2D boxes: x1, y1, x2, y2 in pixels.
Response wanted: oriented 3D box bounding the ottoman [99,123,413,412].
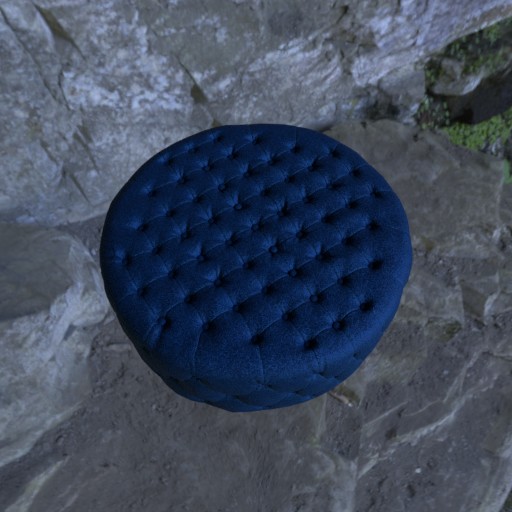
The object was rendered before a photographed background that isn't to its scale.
[{"bbox_3d":[0.000,0.000,1.534,0.998,0.398,0.998,0,58,0],"label":"ottoman"}]
